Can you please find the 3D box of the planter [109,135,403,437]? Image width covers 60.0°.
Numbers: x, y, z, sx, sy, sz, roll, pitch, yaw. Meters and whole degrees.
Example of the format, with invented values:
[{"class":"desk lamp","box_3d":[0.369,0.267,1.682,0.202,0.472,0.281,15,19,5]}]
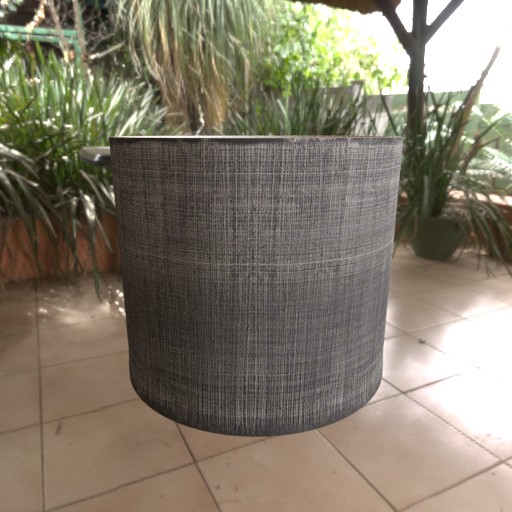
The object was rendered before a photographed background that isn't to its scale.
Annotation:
[{"class":"planter","box_3d":[0.000,0.000,0.302,0.178,0.157,0.178,0,15,0]}]
